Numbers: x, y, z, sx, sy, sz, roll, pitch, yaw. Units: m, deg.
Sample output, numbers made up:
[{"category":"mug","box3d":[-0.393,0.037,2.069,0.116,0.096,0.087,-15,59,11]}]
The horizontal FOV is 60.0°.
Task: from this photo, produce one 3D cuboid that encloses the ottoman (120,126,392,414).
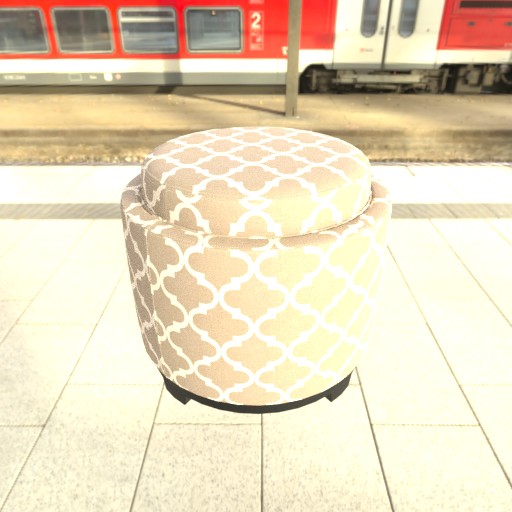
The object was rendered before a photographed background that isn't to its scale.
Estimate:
[{"category":"ottoman","box3d":[0.000,0.000,0.866,0.480,0.429,0.480,0,30,0]}]
